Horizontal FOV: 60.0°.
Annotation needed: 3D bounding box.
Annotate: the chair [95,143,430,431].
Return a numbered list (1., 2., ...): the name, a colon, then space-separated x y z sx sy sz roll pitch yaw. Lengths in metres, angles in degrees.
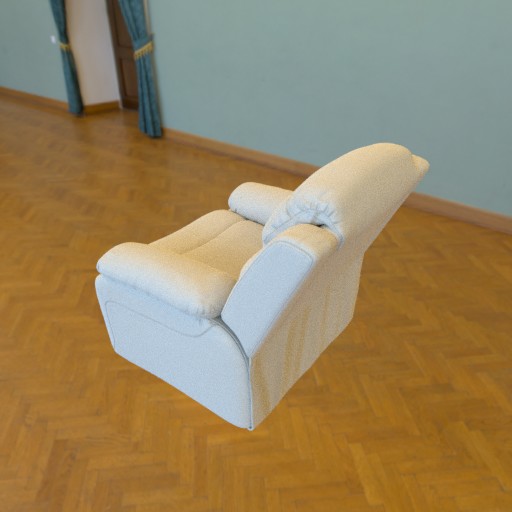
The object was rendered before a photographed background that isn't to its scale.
1. chair: 0.000 0.000 1.267 0.709 0.702 0.680 22 38 31
